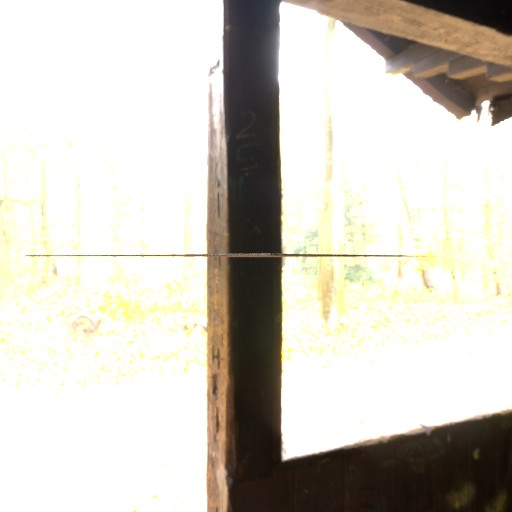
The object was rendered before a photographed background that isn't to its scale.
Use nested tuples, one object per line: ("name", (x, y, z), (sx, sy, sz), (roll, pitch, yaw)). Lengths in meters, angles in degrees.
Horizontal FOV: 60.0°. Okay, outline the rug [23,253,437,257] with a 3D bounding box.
("rug", (0.000, 0.000, 4.054), (2.406, 0.012, 3.034), (0, 0, 36))
